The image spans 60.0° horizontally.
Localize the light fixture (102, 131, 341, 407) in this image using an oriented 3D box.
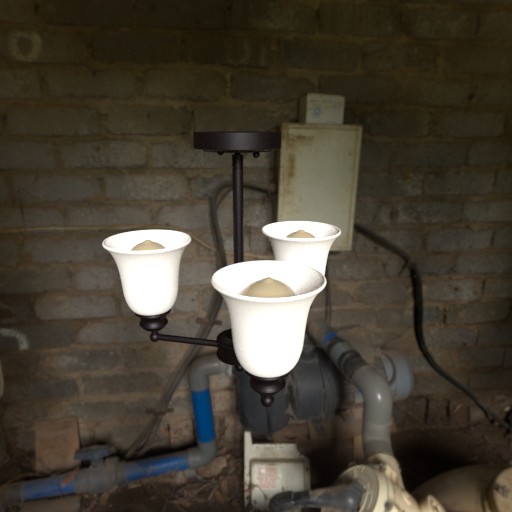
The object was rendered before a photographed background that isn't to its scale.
[{"bbox_3d":[0.000,0.000,0.685,0.388,0.370,0.354,15,22,42],"label":"light fixture"}]
